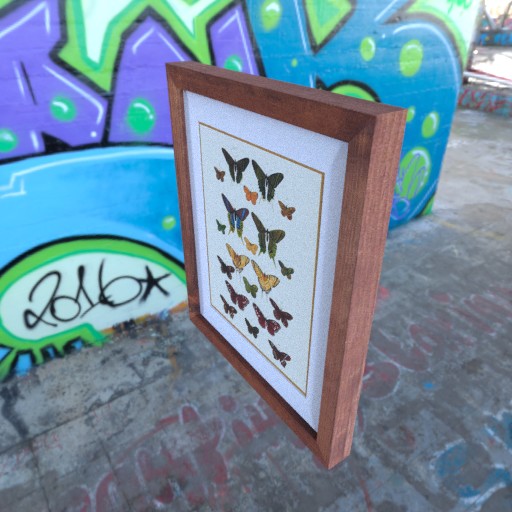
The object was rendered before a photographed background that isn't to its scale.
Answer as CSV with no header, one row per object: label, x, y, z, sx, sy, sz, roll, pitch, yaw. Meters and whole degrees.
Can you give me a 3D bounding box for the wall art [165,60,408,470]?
wall art,0.000,0.000,0.602,0.039,0.449,0.377,-20,36,-30
